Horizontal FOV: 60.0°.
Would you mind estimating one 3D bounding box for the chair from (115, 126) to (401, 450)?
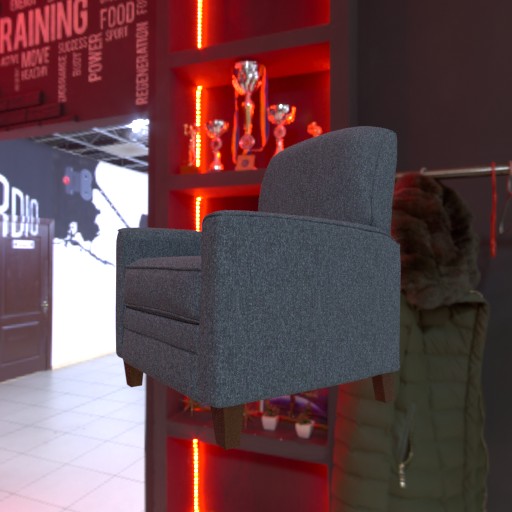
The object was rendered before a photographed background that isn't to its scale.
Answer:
[{"bbox_3d":[0.000,0.000,1.664,0.850,1.016,0.839,0,-1,-36],"label":"chair"}]
